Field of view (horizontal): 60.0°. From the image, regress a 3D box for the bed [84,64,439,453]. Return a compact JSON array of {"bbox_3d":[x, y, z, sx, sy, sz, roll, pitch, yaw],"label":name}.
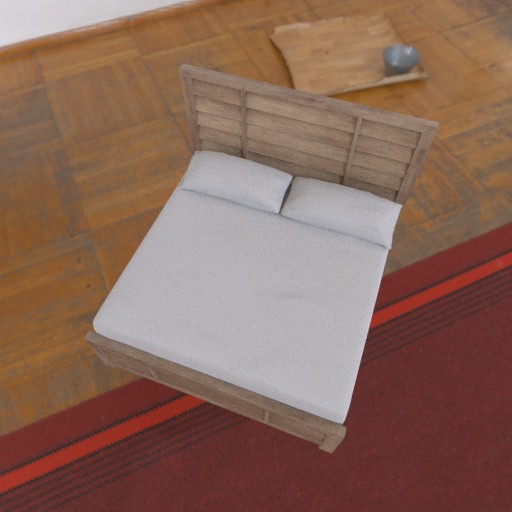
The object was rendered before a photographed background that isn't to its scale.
[{"bbox_3d":[0.000,0.000,3.511,2.032,1.626,2.062,17,58,11],"label":"bed"}]
